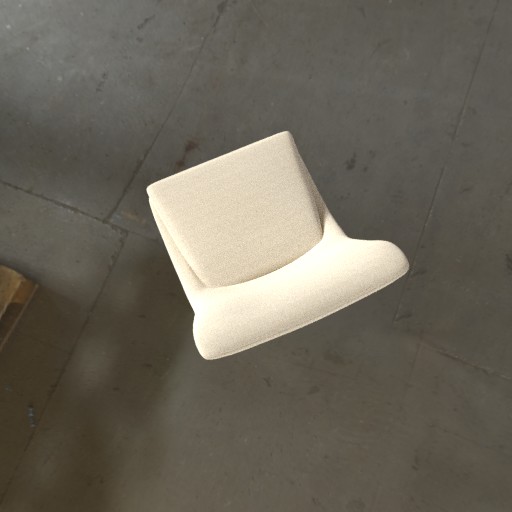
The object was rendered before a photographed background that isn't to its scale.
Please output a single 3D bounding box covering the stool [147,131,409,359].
[{"bbox_3d":[0.000,0.000,1.403,0.483,1.093,0.559,-23,77,-6],"label":"stool"}]
